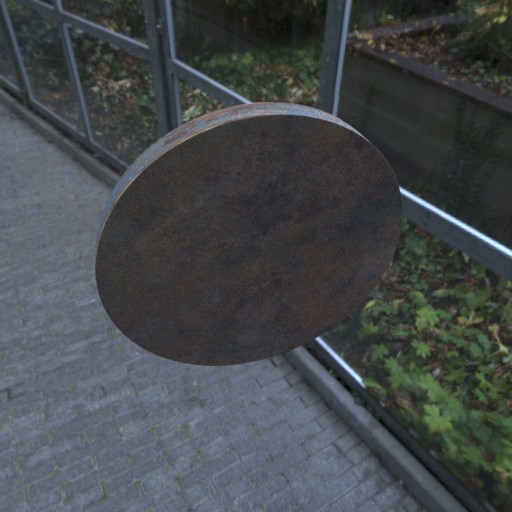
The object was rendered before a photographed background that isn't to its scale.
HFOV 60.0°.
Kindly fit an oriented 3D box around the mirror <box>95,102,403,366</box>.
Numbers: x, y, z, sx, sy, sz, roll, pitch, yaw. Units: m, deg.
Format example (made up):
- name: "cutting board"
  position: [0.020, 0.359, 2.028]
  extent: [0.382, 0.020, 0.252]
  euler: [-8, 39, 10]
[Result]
- name: "mirror"
  position: [0.000, 0.000, 0.857]
  extent: [0.585, 0.585, 0.061]
  euler: [-11, 42, -12]
